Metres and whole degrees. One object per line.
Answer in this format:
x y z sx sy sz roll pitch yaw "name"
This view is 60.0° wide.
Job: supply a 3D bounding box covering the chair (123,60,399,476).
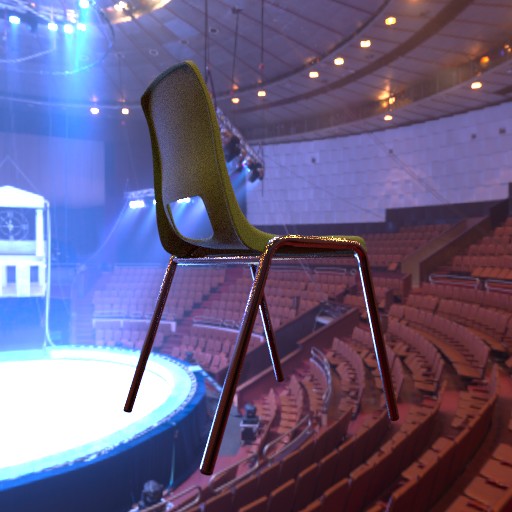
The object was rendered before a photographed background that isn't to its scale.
0.000 0.000 0.913 0.436 0.653 0.381 1 -2 -35 "chair"
